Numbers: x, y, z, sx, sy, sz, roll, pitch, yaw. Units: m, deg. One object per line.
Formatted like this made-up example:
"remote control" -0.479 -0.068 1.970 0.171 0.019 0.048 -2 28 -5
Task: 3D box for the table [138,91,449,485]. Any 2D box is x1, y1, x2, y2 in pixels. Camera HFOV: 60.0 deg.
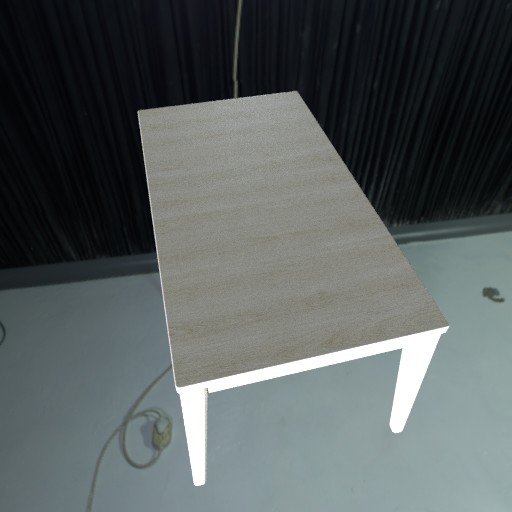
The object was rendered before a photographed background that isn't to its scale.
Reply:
"table" 0.000 0.000 2.068 0.900 0.760 1.600 -10 48 -10
